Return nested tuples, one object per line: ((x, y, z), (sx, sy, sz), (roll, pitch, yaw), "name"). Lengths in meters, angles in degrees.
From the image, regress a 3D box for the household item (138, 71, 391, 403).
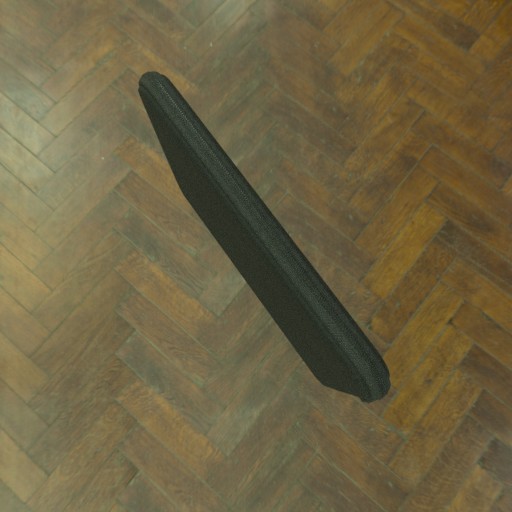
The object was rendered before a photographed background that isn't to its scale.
((0.000, 0.000, 0.529), (0.030, 0.305, 0.396), (-35, 79, -8), "household item")
